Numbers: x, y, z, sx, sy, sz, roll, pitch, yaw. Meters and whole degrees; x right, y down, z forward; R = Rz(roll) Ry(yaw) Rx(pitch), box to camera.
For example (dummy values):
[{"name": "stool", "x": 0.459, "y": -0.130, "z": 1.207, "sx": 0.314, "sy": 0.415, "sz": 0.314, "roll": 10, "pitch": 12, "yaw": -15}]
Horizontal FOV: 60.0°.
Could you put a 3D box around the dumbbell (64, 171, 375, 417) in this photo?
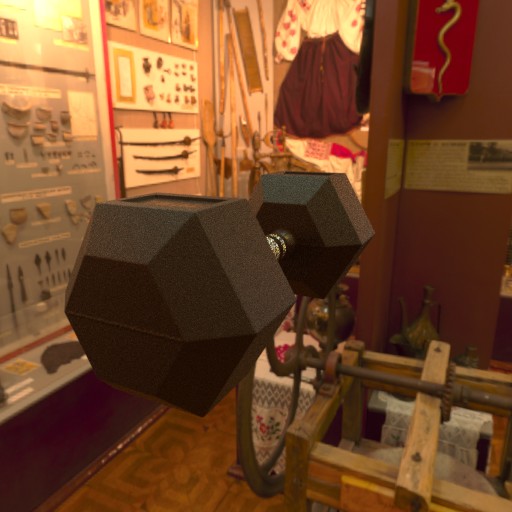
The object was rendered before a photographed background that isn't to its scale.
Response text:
[{"name": "dumbbell", "x": 0.000, "y": 0.000, "z": 0.422, "sx": 0.157, "sy": 0.137, "sz": 0.361, "roll": 8, "pitch": 17, "yaw": 26}]
